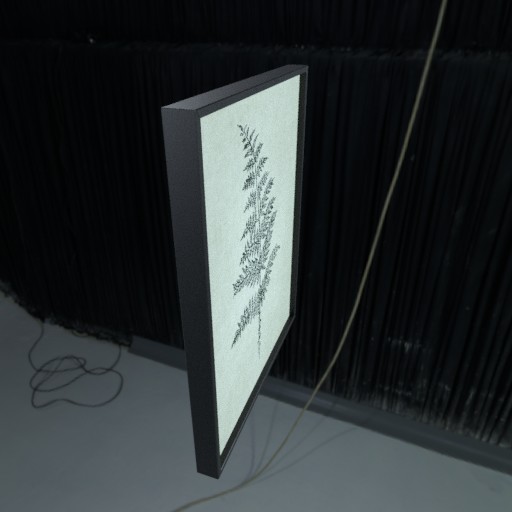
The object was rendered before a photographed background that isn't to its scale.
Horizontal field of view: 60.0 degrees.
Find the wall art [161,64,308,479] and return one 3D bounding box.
[{"bbox_3d":[0.000,0.000,0.747,0.039,0.555,0.449,10,30,17],"label":"wall art"}]
